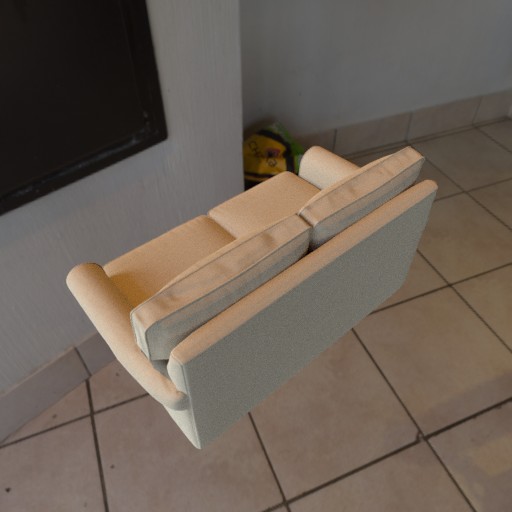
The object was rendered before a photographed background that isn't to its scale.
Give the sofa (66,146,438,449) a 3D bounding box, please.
[{"bbox_3d":[0.000,0.000,2.240,1.665,0.937,0.964,-32,53,-27],"label":"sofa"}]
